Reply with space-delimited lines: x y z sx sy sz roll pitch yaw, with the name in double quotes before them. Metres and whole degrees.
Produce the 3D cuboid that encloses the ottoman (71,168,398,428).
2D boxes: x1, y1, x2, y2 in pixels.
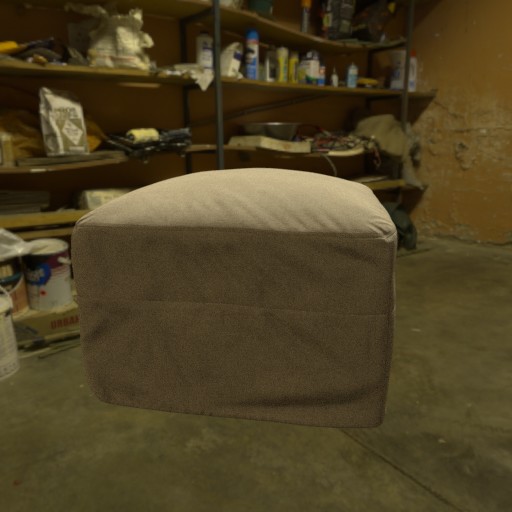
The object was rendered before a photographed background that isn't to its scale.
"ottoman" 0.000 0.000 1.253 0.683 0.481 0.837 2 15 9
